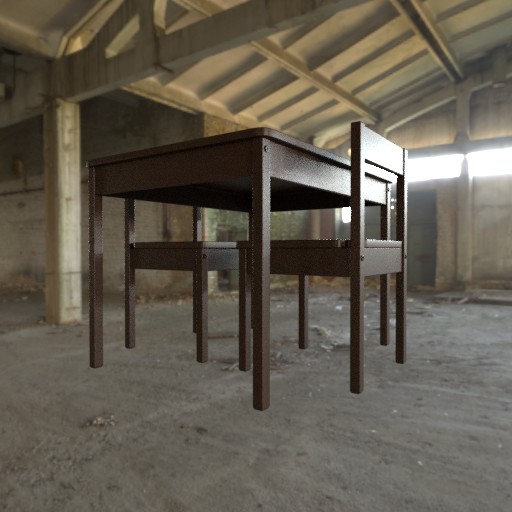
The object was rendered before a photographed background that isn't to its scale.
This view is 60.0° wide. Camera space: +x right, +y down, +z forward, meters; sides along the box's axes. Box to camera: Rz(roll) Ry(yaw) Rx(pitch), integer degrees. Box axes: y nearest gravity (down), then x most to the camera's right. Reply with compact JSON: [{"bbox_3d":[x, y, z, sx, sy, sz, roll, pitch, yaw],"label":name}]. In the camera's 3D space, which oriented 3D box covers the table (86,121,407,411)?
[{"bbox_3d":[0.000,0.000,1.121,0.672,0.503,0.650,1,1,35],"label":"table"}]
